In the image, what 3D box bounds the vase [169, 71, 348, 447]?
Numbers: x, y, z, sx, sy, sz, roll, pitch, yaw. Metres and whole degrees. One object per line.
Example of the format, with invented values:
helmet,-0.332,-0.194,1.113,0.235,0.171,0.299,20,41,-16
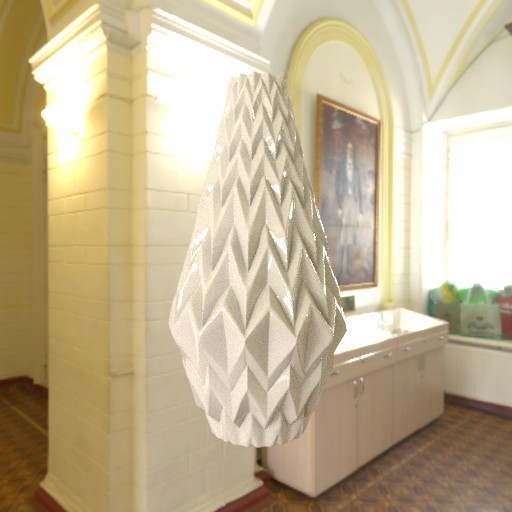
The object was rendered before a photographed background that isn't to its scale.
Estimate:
vase,0.000,0.000,0.421,0.167,0.328,0.167,0,1,0
